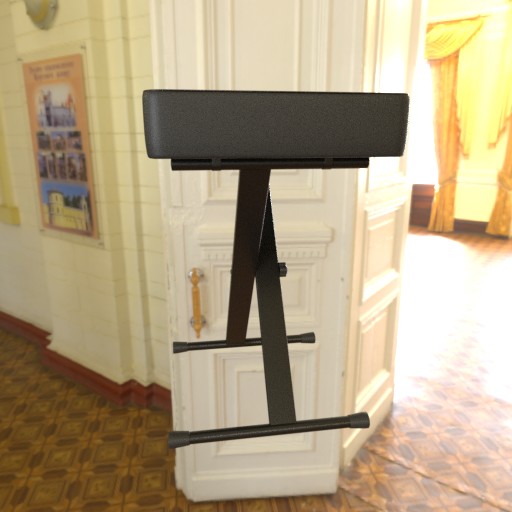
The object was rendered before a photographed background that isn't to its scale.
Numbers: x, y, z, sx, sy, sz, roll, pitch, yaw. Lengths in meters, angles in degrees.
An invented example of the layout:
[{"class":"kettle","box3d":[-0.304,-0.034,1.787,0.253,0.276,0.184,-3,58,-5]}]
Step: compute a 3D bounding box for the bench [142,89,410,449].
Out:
[{"class":"bench","box3d":[0.000,0.000,0.767,0.321,0.500,0.424,-2,16,-9]}]
